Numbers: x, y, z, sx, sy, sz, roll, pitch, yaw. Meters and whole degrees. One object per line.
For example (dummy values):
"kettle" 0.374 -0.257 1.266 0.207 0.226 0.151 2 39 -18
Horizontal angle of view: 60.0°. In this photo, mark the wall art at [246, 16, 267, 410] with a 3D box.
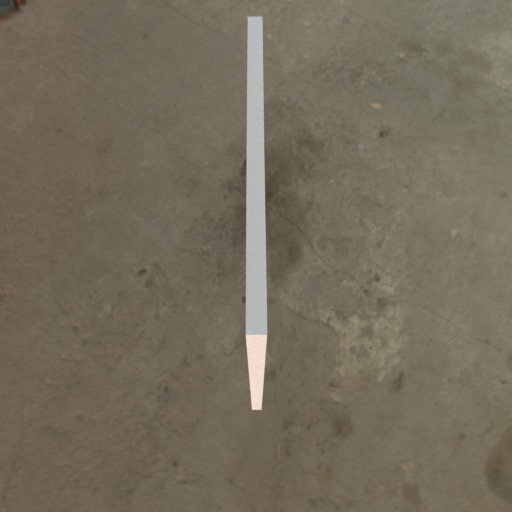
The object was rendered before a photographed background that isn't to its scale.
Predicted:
"wall art" 0.000 0.000 1.385 0.039 1.050 0.795 0 64 0
